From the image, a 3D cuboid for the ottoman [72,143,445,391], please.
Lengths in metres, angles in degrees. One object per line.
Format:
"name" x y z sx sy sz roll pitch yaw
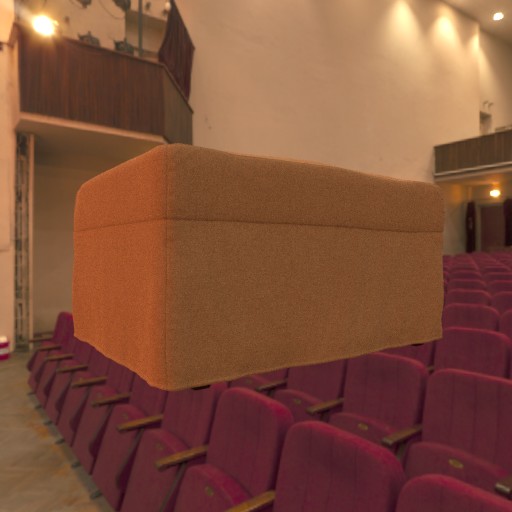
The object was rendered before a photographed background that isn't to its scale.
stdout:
"ottoman" 0.000 0.000 1.228 0.833 0.485 0.650 0 1 -35
